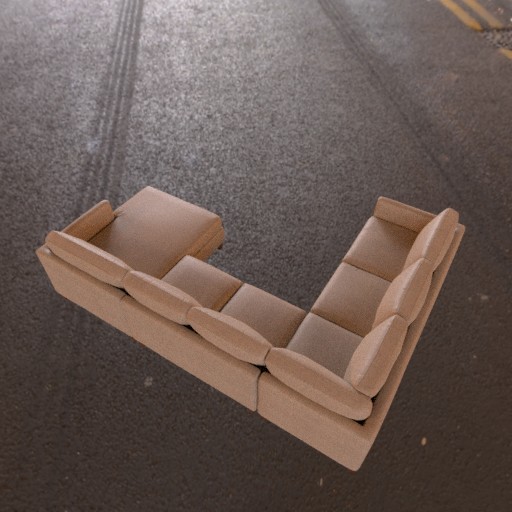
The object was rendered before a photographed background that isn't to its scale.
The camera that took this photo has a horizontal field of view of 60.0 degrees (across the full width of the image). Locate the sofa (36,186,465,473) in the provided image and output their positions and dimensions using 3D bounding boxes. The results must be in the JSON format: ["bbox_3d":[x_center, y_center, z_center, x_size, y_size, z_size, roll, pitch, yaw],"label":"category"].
[{"bbox_3d":[0.000,0.000,4.552,3.460,0.961,2.594,25,52,21],"label":"sofa"}]
